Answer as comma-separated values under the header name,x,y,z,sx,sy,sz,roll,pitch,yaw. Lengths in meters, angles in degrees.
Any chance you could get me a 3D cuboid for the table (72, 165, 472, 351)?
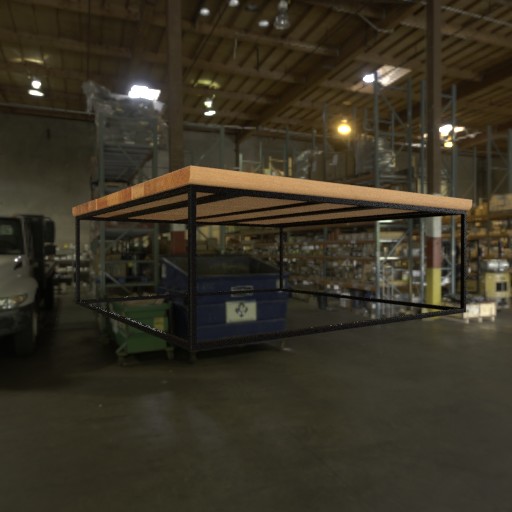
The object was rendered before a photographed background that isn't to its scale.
name,x,y,z,sx,sy,sz,roll,pitch,yaw
table,0.000,0.000,1.710,1.100,0.400,1.100,0,1,-35
